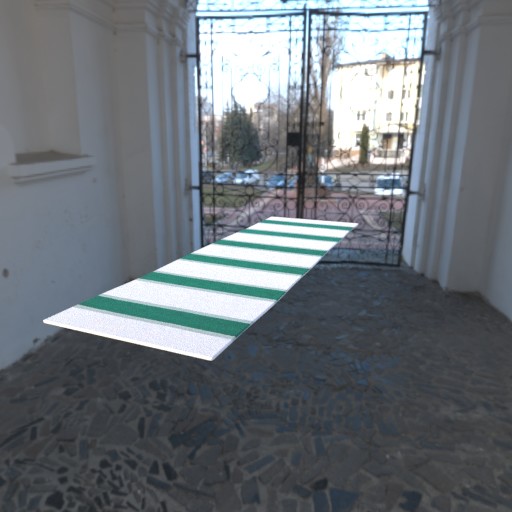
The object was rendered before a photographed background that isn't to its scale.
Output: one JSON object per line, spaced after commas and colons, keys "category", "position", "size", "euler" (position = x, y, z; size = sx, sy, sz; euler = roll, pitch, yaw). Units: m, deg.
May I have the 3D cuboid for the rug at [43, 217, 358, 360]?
{"category": "rug", "position": [0.000, 0.000, 2.676], "size": [0.768, 0.012, 2.438], "euler": [7, 17, 23]}
